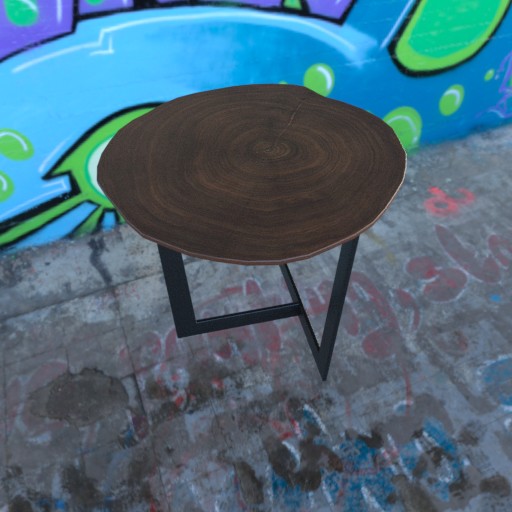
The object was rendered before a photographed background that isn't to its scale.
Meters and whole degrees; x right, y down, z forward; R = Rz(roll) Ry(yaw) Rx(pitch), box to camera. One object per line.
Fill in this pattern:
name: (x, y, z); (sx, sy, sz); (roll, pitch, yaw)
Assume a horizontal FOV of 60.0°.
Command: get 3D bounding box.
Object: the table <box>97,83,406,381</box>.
table: (0.000, 0.000, 0.879); (0.494, 0.476, 0.477); (-17, 48, -16)
